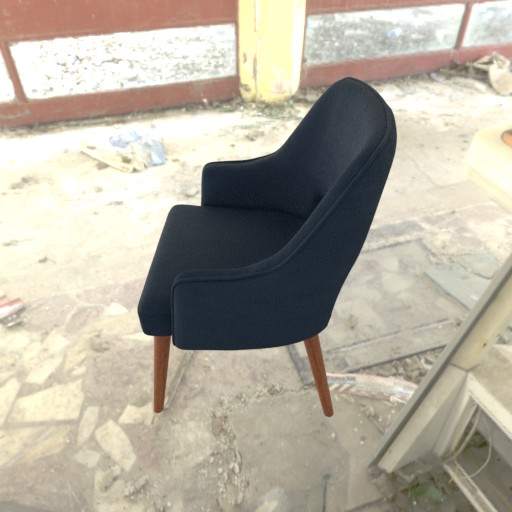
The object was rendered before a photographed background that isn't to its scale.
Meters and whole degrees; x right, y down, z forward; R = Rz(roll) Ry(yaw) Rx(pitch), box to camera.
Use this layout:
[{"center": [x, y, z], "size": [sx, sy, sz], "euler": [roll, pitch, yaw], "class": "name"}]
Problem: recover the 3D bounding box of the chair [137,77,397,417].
[{"center": [0.000, 0.000, 1.203], "size": [0.591, 0.844, 0.559], "euler": [1, 39, 1], "class": "chair"}]
